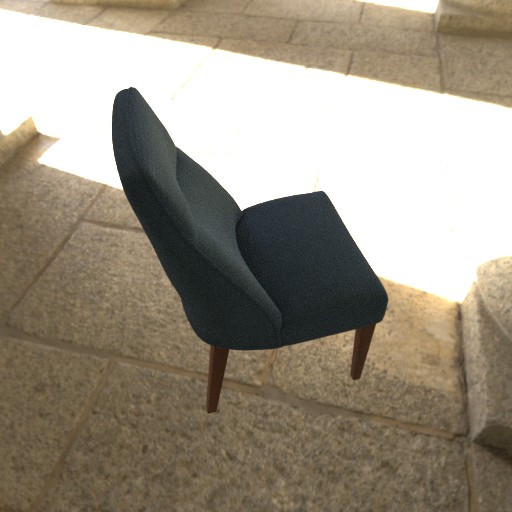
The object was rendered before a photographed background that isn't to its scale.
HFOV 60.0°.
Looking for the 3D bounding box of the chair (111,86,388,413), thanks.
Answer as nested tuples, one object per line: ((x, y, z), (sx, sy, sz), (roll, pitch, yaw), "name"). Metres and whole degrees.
((0.000, 0.000, 1.280), (0.620, 0.930, 0.500), (-11, 47, -10), "chair")
